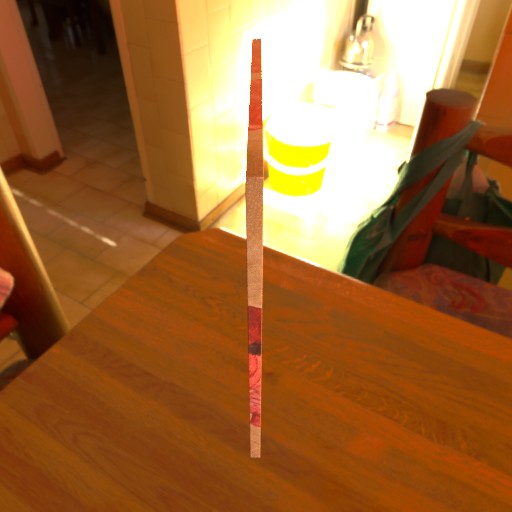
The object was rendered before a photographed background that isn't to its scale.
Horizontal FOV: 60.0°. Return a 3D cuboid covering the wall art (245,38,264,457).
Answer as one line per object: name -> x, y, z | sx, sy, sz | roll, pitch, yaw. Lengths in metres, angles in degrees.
wall art -> 0.000, 0.000, 1.338 | 0.031, 1.015, 0.762 | 0, 42, 0
